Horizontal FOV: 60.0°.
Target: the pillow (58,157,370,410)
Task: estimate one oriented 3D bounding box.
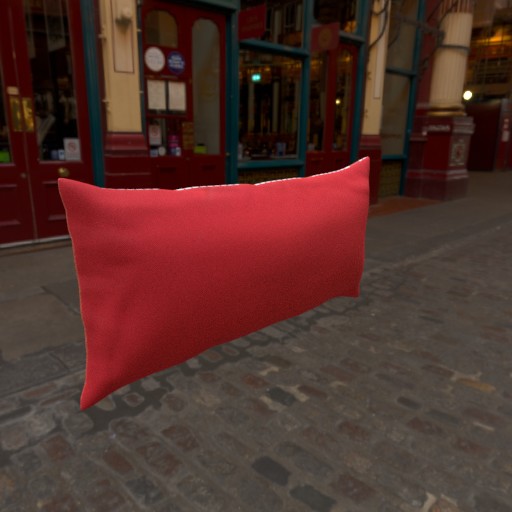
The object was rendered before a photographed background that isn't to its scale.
[{"bbox_3d":[0.000,0.000,0.724,0.608,0.297,0.151,-14,21,-41],"label":"pillow"}]
